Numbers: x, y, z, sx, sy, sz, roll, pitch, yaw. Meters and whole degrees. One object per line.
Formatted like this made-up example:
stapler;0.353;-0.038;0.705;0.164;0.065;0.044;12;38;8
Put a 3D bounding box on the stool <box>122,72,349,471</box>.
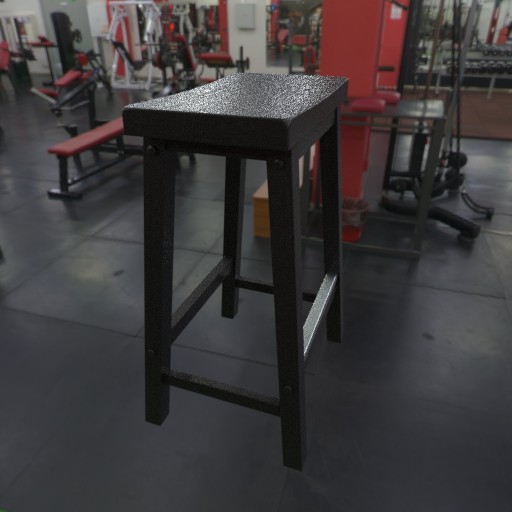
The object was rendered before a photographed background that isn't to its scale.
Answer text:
stool;0.000;0.000;0.857;0.322;0.610;0.406;10;30;18
